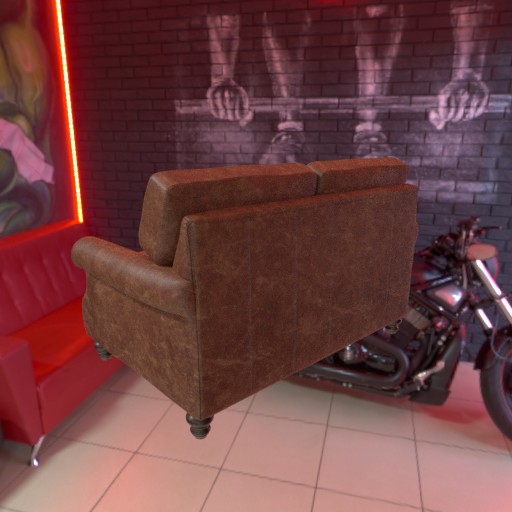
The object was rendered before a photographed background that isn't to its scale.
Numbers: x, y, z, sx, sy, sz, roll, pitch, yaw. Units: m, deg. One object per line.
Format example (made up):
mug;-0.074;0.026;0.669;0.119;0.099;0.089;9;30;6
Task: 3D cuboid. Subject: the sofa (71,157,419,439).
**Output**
sofa;0.000;0.000;2.257;1.616;0.967;0.990;-14;20;-41
